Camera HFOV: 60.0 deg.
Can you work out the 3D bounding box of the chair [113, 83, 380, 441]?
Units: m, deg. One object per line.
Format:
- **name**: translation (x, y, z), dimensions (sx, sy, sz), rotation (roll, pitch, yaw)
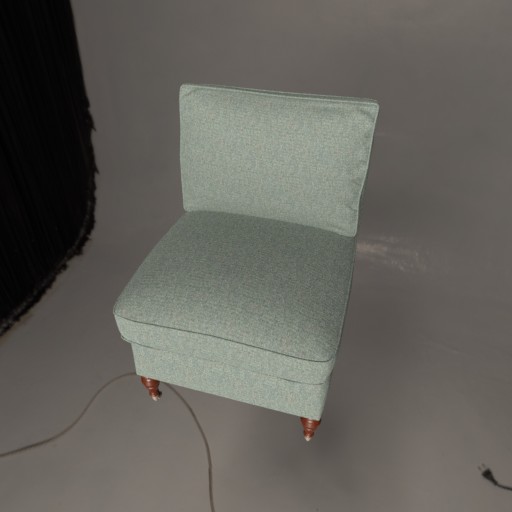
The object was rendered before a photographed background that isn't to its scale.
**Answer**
- **chair**: translation (0.000, 0.000, 1.424), dimensions (0.624, 0.901, 0.796), rotation (10, 41, 12)
